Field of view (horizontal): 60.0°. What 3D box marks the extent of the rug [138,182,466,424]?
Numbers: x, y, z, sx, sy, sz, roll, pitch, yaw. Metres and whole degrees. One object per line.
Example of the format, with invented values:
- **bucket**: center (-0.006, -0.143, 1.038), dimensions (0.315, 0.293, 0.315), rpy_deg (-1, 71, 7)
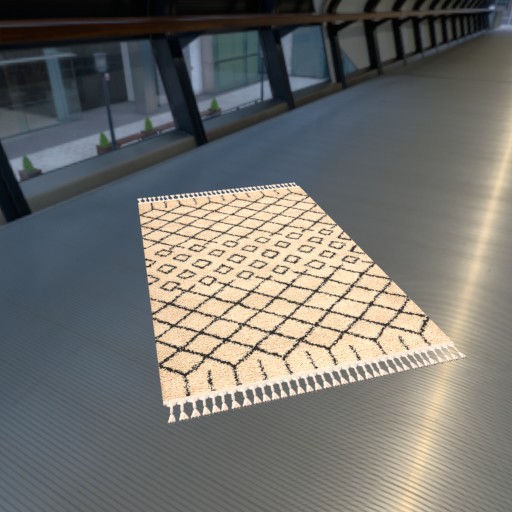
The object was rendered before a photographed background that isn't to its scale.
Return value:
- **rug**: center (0.000, 0.000, 2.466), dimensions (1.196, 0.008, 2.006), rpy_deg (-8, 31, -13)
